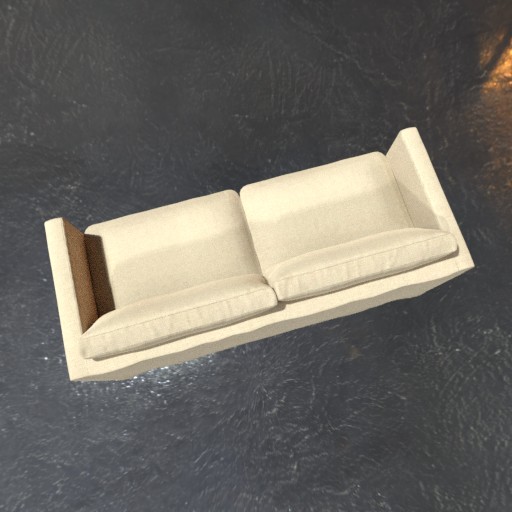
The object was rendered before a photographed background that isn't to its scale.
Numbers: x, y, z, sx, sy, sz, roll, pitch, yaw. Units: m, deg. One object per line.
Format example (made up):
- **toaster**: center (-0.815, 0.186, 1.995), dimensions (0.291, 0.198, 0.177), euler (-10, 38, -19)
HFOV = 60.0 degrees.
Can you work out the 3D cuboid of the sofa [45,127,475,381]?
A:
- **sofa**: center (0.000, 0.000, 2.780), dimensions (2.312, 0.853, 0.962), euler (-15, 75, -4)
